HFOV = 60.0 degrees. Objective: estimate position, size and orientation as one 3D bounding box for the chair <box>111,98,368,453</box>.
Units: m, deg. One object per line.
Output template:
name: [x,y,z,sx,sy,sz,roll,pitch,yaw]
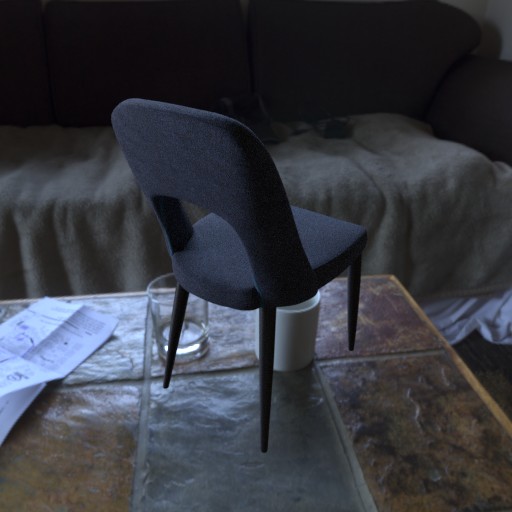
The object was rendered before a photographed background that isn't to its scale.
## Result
chair: [0.000,0.000,1.269,0.470,0.931,0.612,21,37,31]
